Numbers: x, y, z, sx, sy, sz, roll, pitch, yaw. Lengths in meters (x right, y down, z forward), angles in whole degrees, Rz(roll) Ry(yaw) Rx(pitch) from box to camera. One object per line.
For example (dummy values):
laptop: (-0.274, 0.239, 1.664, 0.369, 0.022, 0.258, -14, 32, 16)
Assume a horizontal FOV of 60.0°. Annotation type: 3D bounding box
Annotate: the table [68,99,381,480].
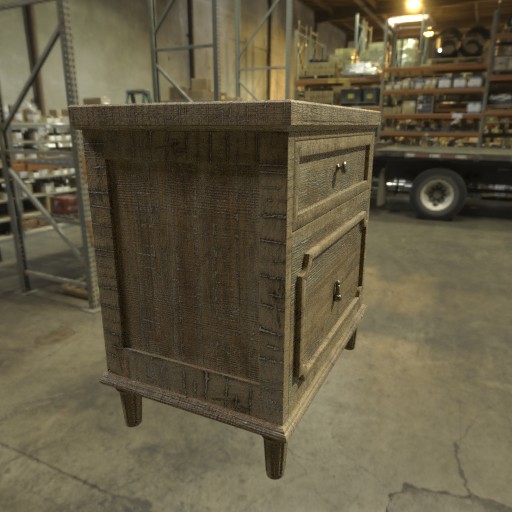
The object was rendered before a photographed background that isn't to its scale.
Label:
table: (0.000, 0.000, 1.128, 0.457, 0.711, 0.686, 8, 18, 25)
